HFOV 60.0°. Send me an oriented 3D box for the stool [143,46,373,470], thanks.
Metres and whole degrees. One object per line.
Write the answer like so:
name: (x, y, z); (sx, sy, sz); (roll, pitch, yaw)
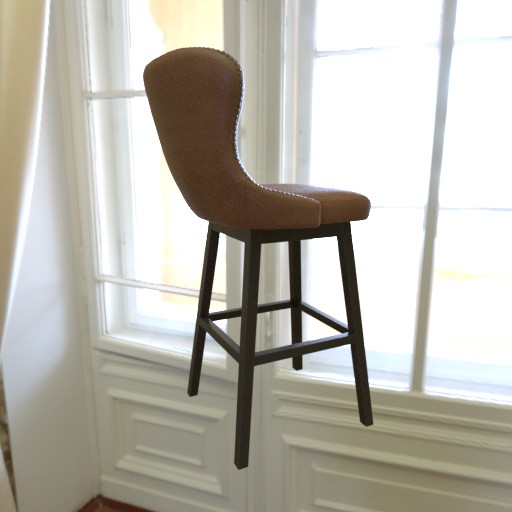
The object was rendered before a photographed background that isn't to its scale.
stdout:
stool: (0.000, 0.000, 1.330); (0.601, 1.050, 0.528); (-6, 14, -26)
